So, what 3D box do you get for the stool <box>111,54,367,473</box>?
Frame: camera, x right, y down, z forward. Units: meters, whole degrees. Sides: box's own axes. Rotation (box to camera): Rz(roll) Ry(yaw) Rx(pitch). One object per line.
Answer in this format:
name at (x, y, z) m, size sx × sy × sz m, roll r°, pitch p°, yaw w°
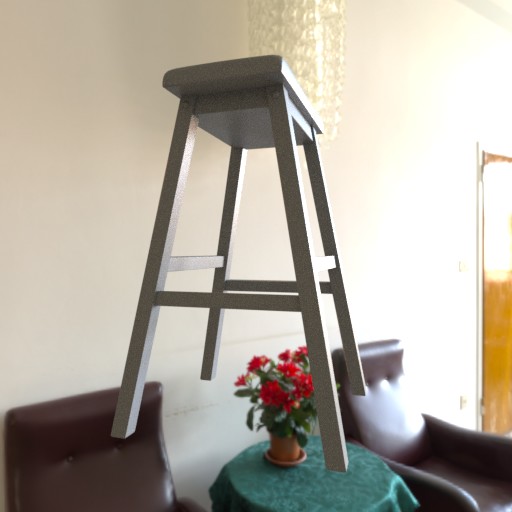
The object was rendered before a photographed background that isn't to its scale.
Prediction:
stool at (0.000, 0.000, 1.046) m, size 0.476 × 0.737 × 0.457 m, roll 0°, pitch 1°, yaw 18°
